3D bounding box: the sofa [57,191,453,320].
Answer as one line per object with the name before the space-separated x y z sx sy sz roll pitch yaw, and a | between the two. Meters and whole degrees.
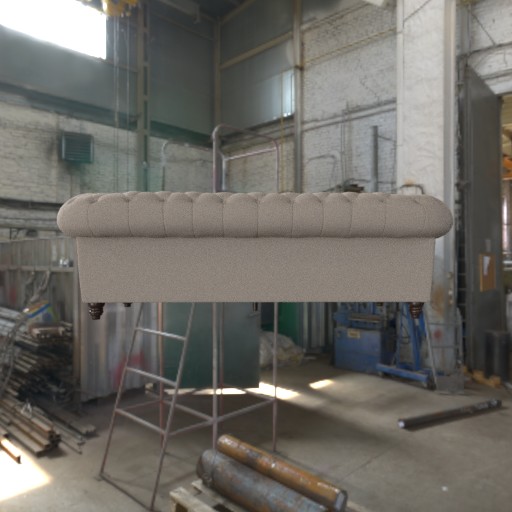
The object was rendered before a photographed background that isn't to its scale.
sofa | 0.000 0.000 2.898 2.411 0.749 0.991 0 0 -1
